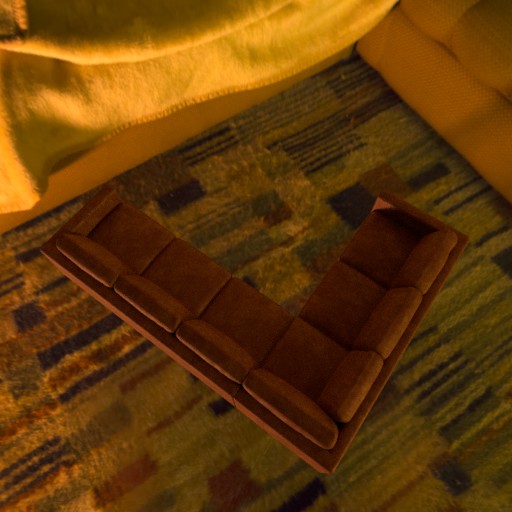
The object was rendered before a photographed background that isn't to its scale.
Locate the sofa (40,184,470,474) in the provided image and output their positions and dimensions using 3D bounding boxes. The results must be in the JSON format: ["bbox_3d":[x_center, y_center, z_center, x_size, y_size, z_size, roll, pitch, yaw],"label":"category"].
[{"bbox_3d":[0.000,0.000,4.317,3.150,0.838,2.438,33,69,15],"label":"sofa"}]
